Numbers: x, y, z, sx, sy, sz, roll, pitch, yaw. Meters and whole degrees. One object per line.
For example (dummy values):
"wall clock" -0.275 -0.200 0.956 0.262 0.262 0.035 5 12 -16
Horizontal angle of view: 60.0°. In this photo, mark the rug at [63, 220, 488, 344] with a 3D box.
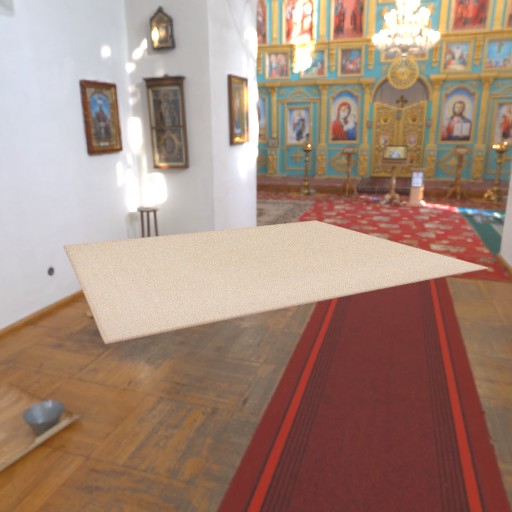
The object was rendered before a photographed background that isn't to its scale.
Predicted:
"rug" 0.000 0.000 4.018 3.039 0.018 2.462 -8 17 -27
